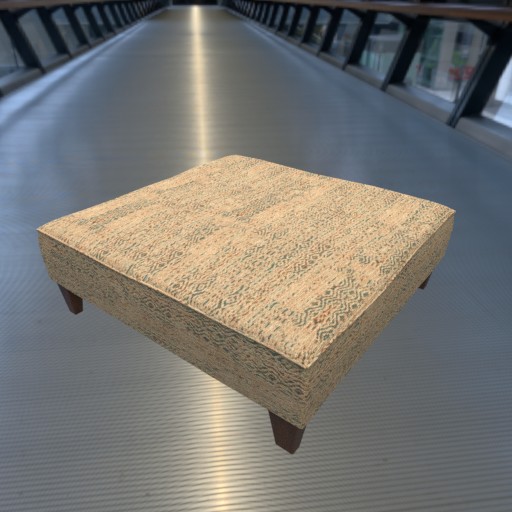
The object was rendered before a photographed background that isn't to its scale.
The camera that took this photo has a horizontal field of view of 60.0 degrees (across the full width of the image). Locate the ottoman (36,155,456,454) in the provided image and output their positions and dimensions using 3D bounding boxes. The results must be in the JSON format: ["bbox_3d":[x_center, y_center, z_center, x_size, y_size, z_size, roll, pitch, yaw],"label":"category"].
[{"bbox_3d":[0.000,0.000,1.511,1.004,0.356,0.968,21,36,32],"label":"ottoman"}]
